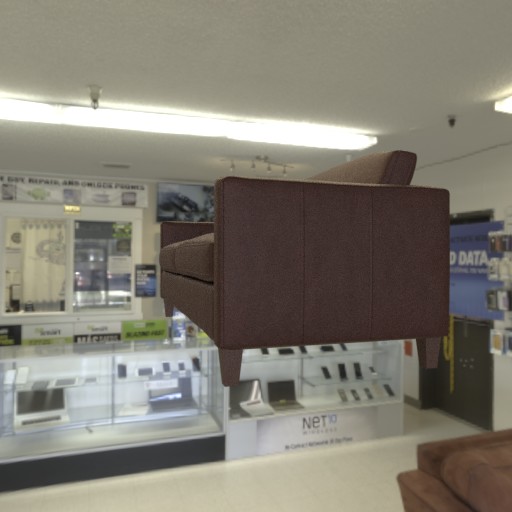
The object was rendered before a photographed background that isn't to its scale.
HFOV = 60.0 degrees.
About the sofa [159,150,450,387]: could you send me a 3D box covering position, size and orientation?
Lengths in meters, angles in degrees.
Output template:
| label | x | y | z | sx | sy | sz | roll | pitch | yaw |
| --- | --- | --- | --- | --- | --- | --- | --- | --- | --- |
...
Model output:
| label | x | y | z | sx | sy | sz | roll | pitch | yaw |
| --- | --- | --- | --- | --- | --- | --- | --- | --- | --- |
| sofa | 0.000 | 0.000 | 2.437 | 0.923 | 0.863 | 1.971 | 0 | 0 | -17 |
